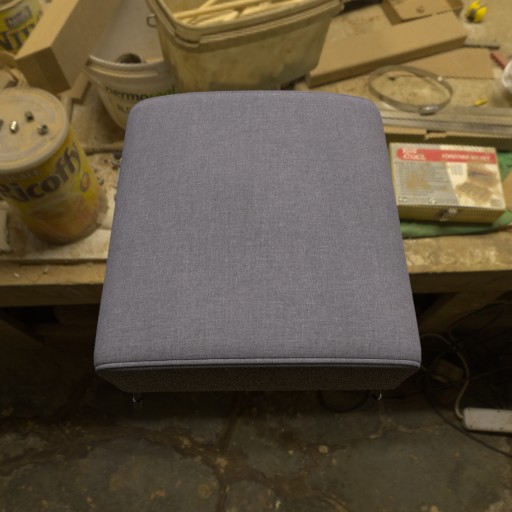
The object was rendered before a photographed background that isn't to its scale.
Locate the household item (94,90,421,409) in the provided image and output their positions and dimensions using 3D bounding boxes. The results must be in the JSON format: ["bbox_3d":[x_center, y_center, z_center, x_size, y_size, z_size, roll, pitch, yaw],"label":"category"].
[{"bbox_3d":[0.000,0.000,0.877,0.530,0.410,0.530,-1,65,0],"label":"household item"}]
